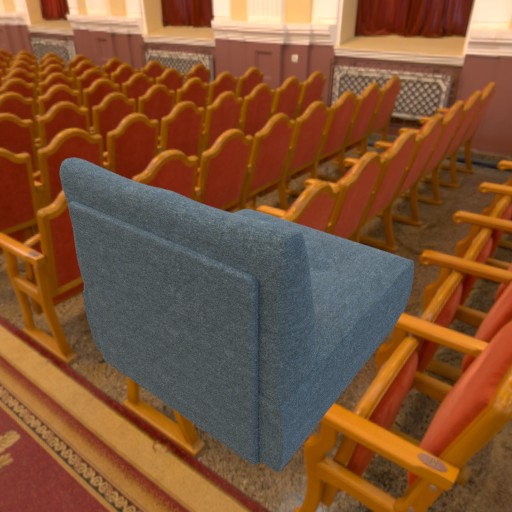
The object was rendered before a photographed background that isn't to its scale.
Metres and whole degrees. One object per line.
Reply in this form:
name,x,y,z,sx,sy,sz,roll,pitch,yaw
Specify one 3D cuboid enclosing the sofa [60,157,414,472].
sofa,0.000,0.000,1.699,0.930,0.820,1.000,21,36,32
